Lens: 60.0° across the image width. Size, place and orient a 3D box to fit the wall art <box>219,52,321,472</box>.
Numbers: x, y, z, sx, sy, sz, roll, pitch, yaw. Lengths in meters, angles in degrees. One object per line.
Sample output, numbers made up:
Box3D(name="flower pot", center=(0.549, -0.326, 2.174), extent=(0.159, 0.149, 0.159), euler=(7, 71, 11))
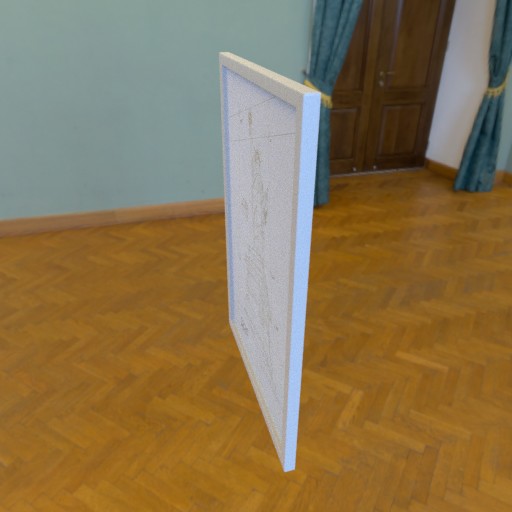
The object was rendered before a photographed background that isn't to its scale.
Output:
Box3D(name="wall art", center=(0.000, 0.000, 1.028), extent=(0.026, 0.813, 0.556), euler=(-8, 31, -14))
